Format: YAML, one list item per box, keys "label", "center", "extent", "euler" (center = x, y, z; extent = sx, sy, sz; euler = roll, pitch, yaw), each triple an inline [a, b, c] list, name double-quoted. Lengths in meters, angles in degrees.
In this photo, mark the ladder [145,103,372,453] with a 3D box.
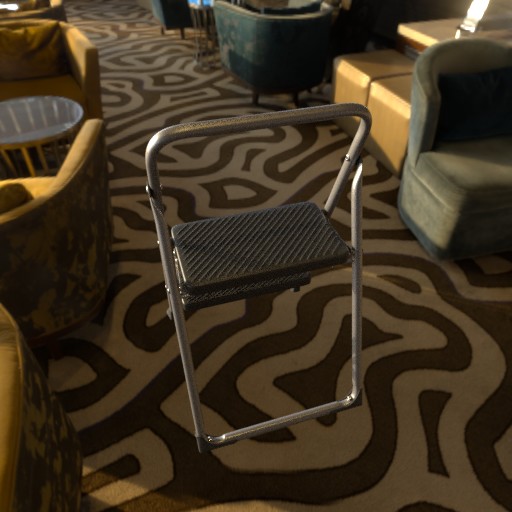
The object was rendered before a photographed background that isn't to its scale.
- label: "ladder"
  center: [0.000, 0.000, 1.000]
  extent: [0.430, 0.720, 0.472]
  euler: [-11, 42, -13]
